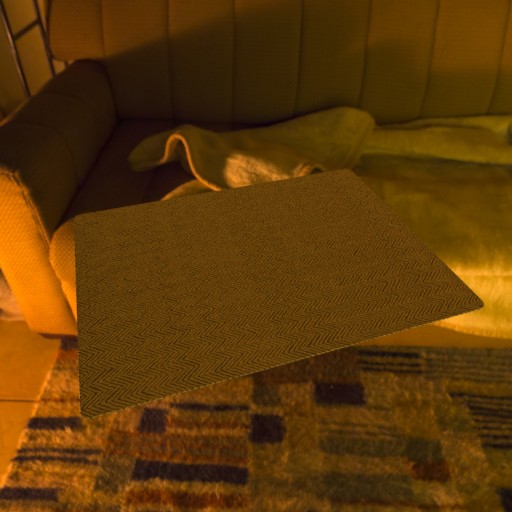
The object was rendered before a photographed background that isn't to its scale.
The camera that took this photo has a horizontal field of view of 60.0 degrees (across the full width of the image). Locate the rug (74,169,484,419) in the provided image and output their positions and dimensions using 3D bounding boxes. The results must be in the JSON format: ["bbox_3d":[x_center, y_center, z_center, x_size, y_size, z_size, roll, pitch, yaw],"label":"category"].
[{"bbox_3d":[0.000,0.000,4.139,3.207,0.014,2.439,-12,42,-14],"label":"rug"}]
